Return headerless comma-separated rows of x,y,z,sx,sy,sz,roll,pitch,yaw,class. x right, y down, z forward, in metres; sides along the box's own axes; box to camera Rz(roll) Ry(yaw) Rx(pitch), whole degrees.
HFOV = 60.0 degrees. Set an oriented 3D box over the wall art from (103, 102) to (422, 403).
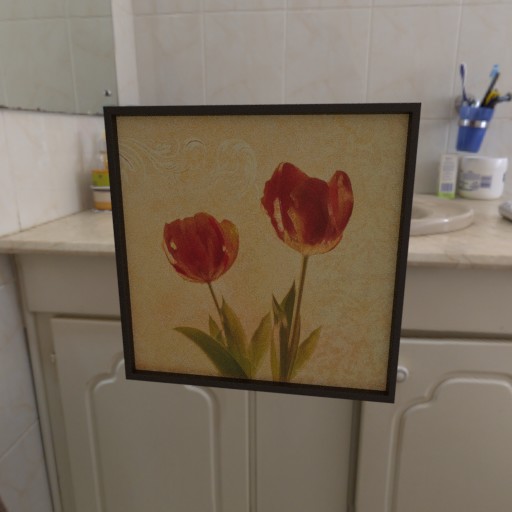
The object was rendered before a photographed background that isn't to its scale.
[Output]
0.000,0.000,0.542,0.349,0.349,0.038,2,15,9,wall art
